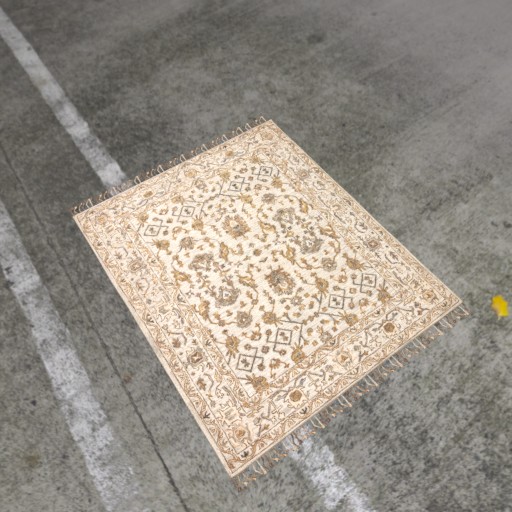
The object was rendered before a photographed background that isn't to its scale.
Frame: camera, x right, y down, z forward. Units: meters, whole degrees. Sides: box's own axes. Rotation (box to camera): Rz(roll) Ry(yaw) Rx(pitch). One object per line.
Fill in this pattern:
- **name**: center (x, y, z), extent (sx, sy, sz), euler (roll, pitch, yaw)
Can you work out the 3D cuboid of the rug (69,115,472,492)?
- **rug**: center (0.000, 0.000, 4.098), extent (2.426, 0.034, 3.061), euler (-31, 63, -18)
